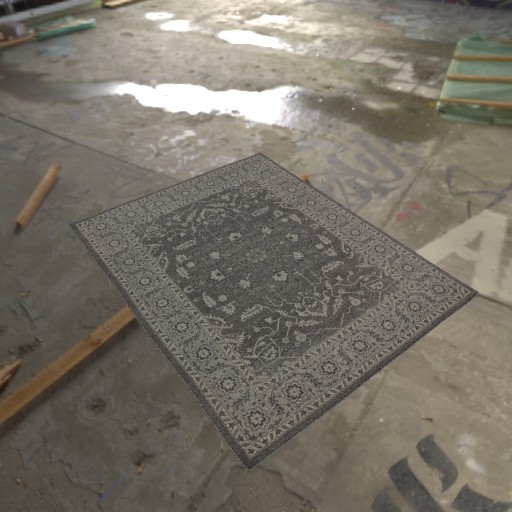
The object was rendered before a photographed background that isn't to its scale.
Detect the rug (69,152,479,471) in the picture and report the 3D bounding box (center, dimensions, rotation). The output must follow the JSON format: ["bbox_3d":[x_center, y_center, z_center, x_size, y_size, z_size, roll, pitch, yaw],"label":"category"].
[{"bbox_3d":[0.000,0.000,4.122,2.451,0.026,3.069,-27,48,-27],"label":"rug"}]
